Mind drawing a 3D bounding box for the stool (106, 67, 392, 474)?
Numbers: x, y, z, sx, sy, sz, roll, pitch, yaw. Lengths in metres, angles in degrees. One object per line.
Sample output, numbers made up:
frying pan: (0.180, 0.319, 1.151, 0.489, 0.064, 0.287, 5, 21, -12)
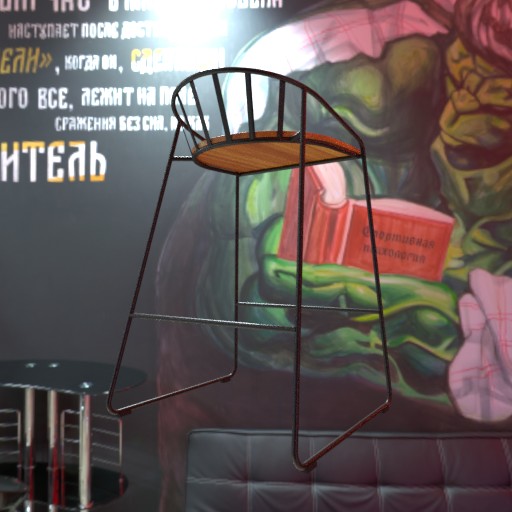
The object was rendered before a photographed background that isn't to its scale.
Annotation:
stool: (0.000, 0.000, 1.157, 0.546, 0.812, 0.521, -1, -2, 35)
